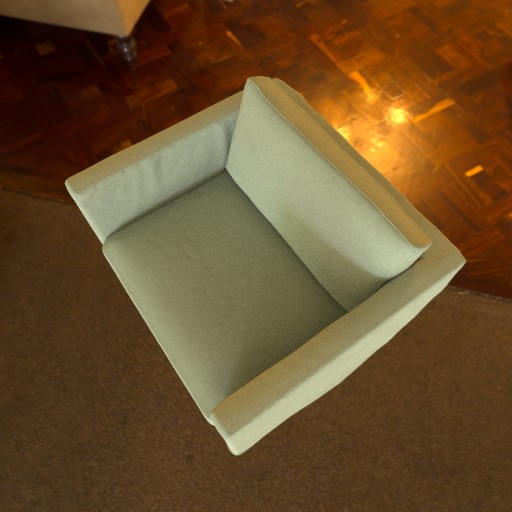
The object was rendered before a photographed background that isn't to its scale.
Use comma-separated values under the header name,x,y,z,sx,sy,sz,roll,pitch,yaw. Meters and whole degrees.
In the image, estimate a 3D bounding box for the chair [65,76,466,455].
name,x,y,z,sx,sy,sz,roll,pitch,yaw
chair,0.000,0.000,1.699,0.949,0.863,1.057,-32,67,-15
